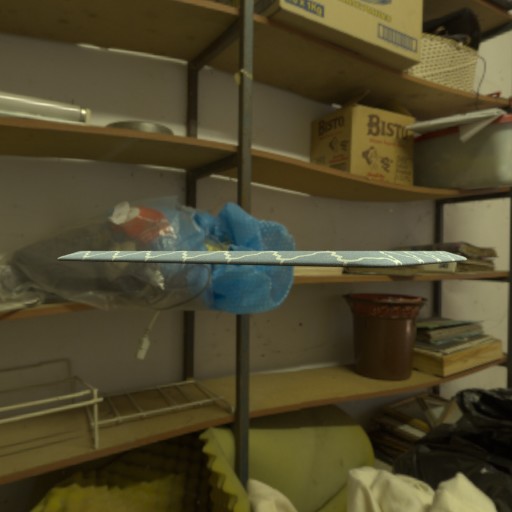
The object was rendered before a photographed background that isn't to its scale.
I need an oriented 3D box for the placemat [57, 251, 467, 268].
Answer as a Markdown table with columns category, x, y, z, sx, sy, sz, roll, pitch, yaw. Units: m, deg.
| category | x | y | z | sx | sy | sz | roll | pitch | yaw |
| --- | --- | --- | --- | --- | --- | --- | --- | --- | --- |
| placemat | 0.000 | 0.000 | 0.964 | 0.762 | 0.021 | 0.508 | 0 | 1 | 36 |
